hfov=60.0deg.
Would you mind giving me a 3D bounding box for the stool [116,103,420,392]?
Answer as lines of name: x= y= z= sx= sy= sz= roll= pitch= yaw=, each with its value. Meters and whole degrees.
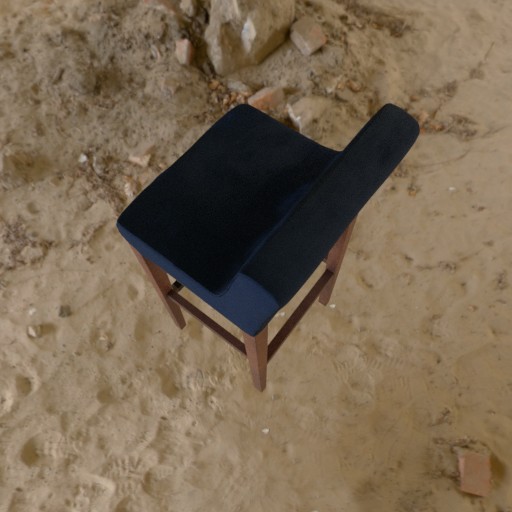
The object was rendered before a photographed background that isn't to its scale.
stool: x=0.000 y=0.000 z=1.328 sx=0.500 sy=1.037 sz=0.511 roll=34 pitch=68 yaw=16
